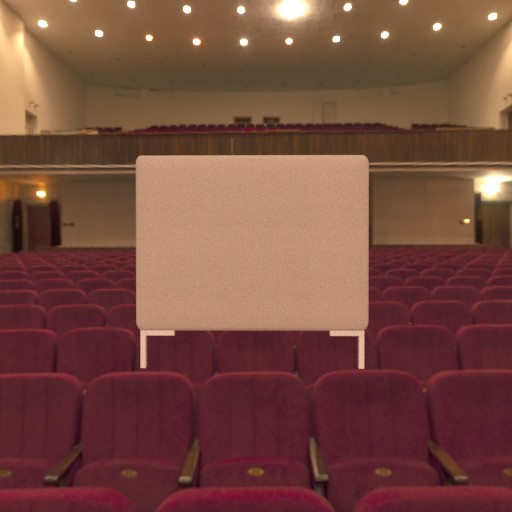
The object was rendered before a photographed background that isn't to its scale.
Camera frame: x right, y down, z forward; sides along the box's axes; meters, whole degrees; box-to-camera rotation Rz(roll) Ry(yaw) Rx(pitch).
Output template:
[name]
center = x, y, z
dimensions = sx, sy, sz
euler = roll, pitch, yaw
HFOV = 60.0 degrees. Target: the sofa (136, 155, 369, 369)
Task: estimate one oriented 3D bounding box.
[sofa]
center = 0.000, 0.000, 2.271
dimensions = 0.686, 0.635, 1.981
euler = 0, 1, 1
